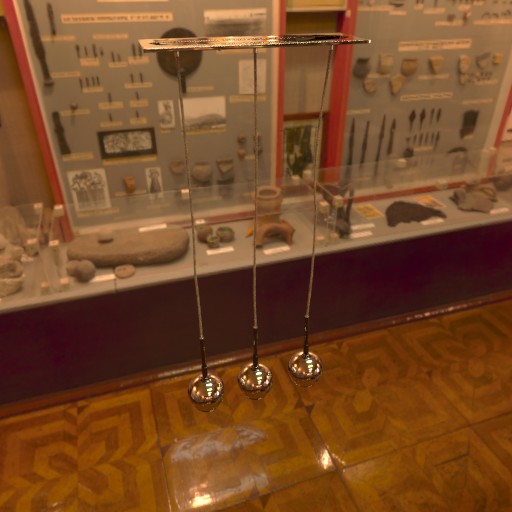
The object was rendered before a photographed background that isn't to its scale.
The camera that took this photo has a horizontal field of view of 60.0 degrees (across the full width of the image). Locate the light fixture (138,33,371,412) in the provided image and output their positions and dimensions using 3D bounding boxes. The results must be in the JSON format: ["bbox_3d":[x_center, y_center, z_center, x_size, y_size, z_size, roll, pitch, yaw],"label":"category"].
[{"bbox_3d":[0.000,0.000,1.596,0.623,1.408,0.188,-9,34,-14],"label":"light fixture"}]
